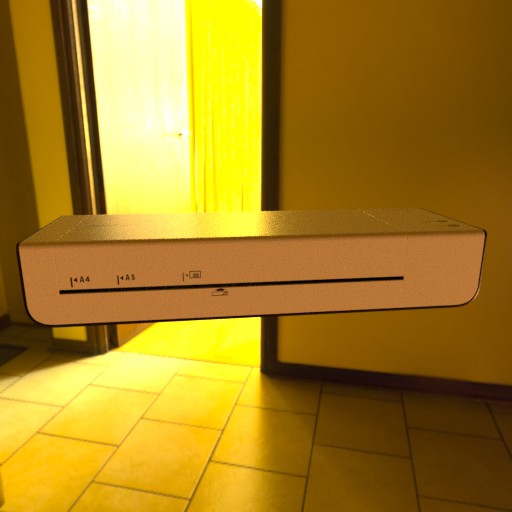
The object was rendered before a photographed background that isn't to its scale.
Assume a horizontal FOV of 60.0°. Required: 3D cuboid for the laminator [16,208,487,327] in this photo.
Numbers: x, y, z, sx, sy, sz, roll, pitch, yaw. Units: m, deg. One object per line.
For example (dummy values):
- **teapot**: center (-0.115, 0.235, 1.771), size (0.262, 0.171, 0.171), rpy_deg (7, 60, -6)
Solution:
- **laminator**: center (0.000, 0.000, 0.383), size (0.340, 0.062, 0.123), rpy_deg (-2, 16, -7)
